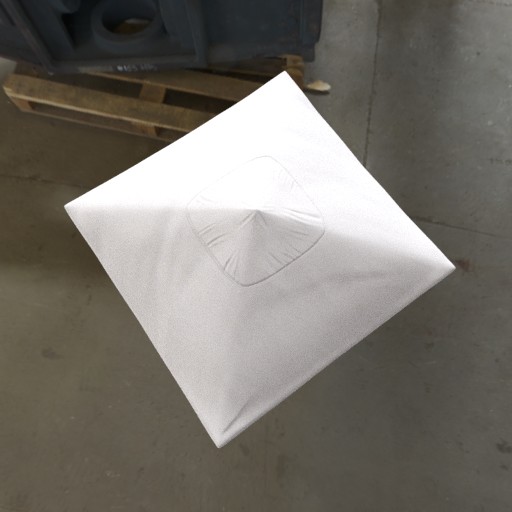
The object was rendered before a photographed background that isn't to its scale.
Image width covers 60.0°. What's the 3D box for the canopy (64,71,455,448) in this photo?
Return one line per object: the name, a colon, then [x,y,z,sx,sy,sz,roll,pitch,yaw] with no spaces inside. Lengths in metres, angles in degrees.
canopy: [0.000,0.000,5.390,2.998,2.997,2.996,-34,77,-9]
